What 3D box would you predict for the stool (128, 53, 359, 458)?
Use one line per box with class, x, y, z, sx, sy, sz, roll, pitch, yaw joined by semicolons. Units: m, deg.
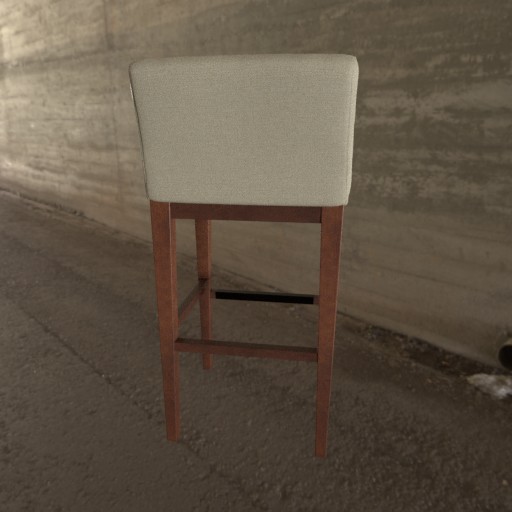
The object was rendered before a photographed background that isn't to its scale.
stool;0.000;0.000;1.307;0.511;1.037;0.500;3;17;8
